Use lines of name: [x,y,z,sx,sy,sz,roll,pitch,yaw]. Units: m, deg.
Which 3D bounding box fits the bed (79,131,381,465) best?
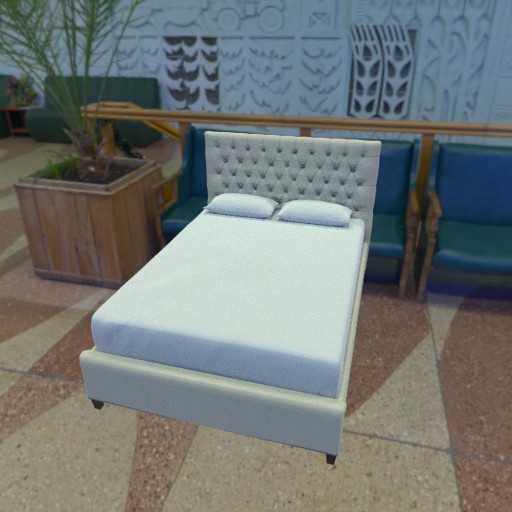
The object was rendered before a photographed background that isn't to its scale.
bed: [0.000,0.000,3.499,1.698,1.427,2.387,7,28,14]
